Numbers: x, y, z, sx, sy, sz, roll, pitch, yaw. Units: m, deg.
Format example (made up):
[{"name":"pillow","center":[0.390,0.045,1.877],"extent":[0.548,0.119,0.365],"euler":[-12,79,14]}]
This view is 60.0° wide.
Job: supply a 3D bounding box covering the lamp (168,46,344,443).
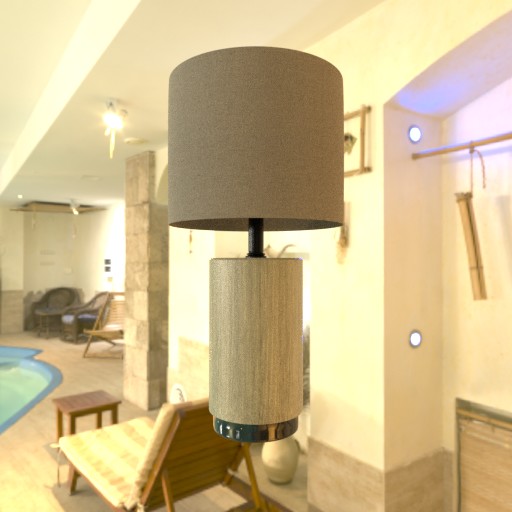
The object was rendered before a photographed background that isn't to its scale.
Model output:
[{"name":"lamp","center":[0.000,0.000,0.582],"extent":[0.228,0.444,0.228],"euler":[0,-1,-36]}]
